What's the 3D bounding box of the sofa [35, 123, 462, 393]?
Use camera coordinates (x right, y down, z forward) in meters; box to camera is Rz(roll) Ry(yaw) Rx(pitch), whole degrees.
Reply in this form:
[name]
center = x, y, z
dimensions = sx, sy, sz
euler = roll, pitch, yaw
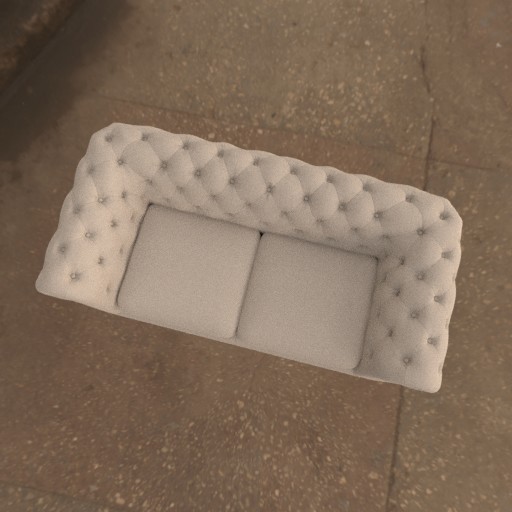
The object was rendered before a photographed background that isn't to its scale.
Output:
[sofa]
center = 0.000, 0.000, 2.453
dimensions = 1.998, 0.764, 0.986
euler = 14, 76, 3
